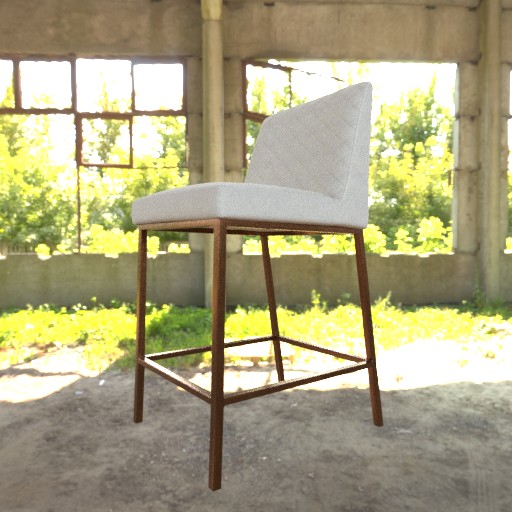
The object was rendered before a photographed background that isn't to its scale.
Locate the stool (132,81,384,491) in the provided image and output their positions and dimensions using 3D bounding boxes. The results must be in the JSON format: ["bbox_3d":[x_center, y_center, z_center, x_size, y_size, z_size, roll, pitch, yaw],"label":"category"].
[{"bbox_3d":[0.000,0.000,1.269,0.576,0.973,0.507,-1,2,-36],"label":"stool"}]
